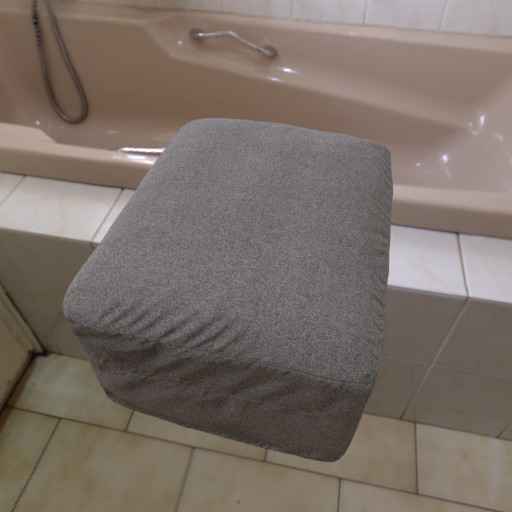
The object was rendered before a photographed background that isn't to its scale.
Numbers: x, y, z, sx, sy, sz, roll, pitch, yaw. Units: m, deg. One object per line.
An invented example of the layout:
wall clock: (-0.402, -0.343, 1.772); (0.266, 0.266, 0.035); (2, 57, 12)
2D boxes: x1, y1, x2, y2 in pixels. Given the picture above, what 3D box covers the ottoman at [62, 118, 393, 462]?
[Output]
ottoman: (0.000, 0.000, 1.226); (0.683, 0.481, 0.837); (10, 48, 9)
